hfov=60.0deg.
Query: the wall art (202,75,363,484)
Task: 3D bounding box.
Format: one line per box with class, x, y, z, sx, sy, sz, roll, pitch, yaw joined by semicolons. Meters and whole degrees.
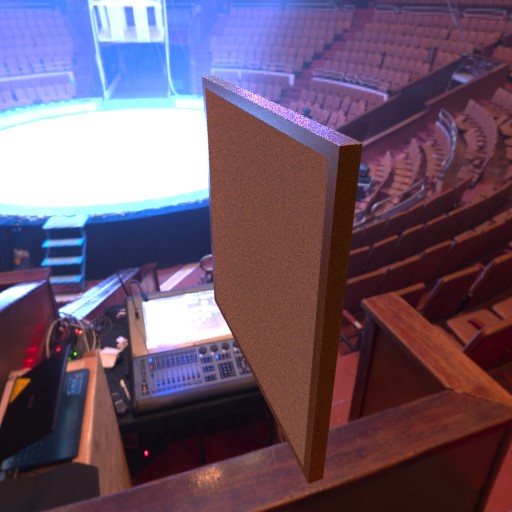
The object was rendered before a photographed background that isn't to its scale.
wall art;0.000;0.000;1.119;0.037;0.760;0.762;-10;31;-18
